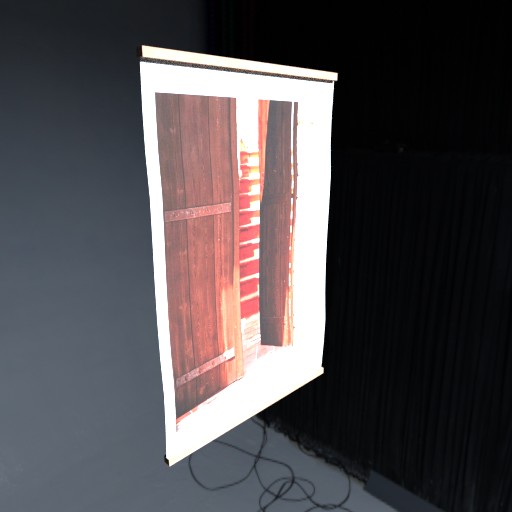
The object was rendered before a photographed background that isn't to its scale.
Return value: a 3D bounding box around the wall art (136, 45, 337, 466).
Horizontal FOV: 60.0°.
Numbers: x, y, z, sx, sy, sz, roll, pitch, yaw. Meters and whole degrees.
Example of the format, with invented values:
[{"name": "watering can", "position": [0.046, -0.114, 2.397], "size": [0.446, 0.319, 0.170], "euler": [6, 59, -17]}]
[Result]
[{"name": "wall art", "position": [0.000, 0.000, 0.631], "size": [0.332, 0.508, 0.012], "euler": [-15, 22, -42]}]
